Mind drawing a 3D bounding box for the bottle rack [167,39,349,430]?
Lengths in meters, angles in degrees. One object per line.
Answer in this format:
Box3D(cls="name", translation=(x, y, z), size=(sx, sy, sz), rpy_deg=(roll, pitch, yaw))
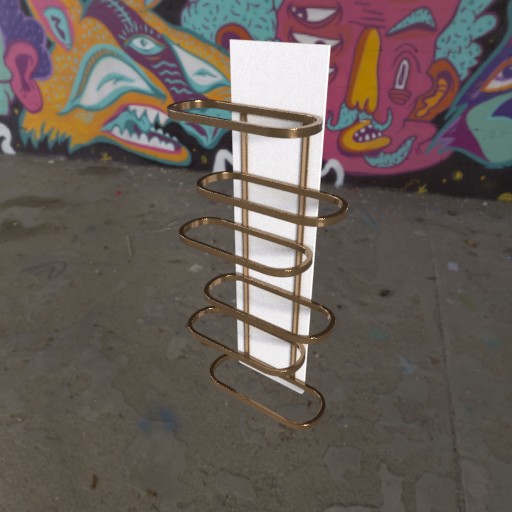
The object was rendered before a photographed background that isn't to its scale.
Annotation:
Box3D(cls="bottle rack", translation=(0.000, 0.000, 0.821), size=(0.332, 0.709, 0.118), rpy_deg=(19, 35, 30))
